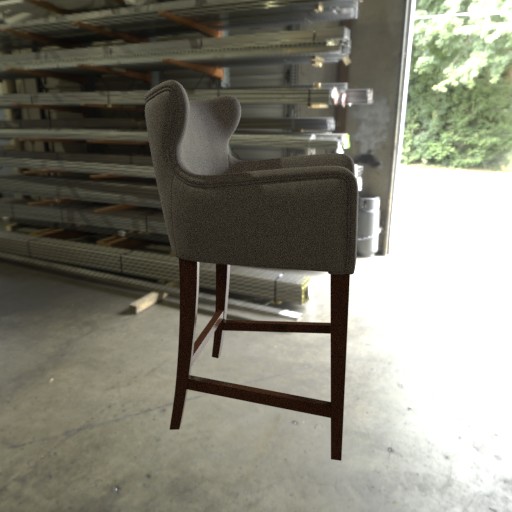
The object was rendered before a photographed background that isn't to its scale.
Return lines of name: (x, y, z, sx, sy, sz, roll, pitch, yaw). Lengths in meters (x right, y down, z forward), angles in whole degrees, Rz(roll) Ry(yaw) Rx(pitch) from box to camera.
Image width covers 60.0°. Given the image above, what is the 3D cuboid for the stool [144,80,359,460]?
stool: (0.000, 0.000, 1.342, 0.575, 0.951, 0.575, 3, 16, 11)
